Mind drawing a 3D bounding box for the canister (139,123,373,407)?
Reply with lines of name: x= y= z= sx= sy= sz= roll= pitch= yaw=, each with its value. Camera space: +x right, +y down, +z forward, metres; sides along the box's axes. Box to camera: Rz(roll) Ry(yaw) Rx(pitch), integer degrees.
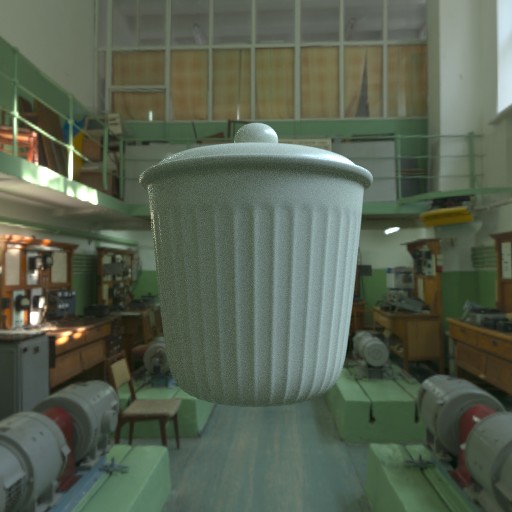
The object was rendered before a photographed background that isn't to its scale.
canister: x=0.000 y=0.000 z=0.353 sx=0.181 sy=0.211 sz=0.181 roll=0 pitch=-2 yaw=0
